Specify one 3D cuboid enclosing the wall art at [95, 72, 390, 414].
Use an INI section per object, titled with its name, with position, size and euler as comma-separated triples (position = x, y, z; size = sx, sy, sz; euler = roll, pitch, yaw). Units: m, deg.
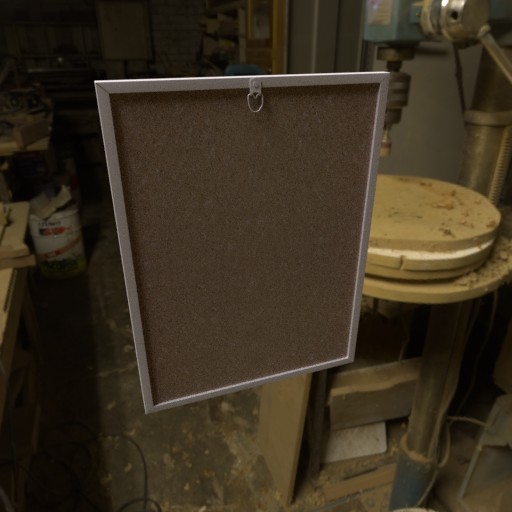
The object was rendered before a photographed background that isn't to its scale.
[wall art]
position = 0.000, 0.000, 1.401
size = 0.805, 1.056, 0.042
euler = -9, 28, -17
